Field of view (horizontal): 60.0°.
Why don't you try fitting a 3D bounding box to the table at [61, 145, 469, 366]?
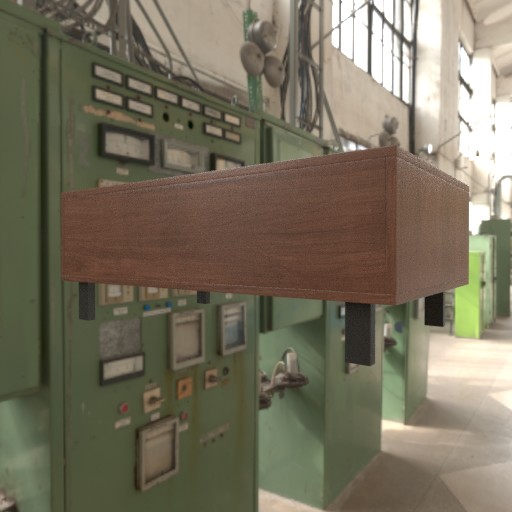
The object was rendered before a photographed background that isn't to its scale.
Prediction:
[{"bbox_3d":[0.000,0.000,1.278,1.020,0.380,0.600,1,1,37],"label":"table"}]
